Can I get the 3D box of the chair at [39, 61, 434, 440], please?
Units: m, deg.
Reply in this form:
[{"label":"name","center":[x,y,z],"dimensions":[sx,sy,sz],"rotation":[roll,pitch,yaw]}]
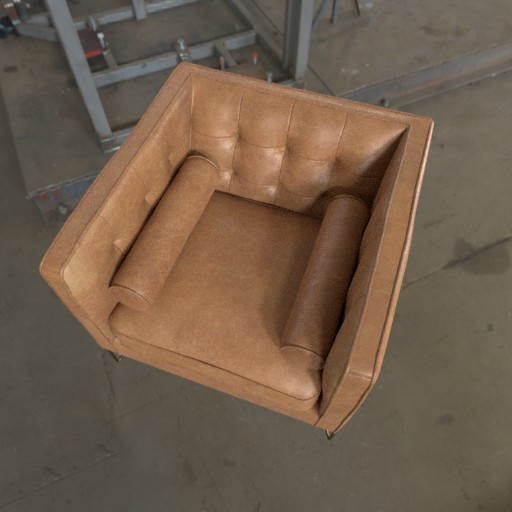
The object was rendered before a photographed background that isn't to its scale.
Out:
[{"label":"chair","center":[0.000,0.000,1.595],"dimensions":[0.920,0.797,0.912],"rotation":[17,59,10]}]
